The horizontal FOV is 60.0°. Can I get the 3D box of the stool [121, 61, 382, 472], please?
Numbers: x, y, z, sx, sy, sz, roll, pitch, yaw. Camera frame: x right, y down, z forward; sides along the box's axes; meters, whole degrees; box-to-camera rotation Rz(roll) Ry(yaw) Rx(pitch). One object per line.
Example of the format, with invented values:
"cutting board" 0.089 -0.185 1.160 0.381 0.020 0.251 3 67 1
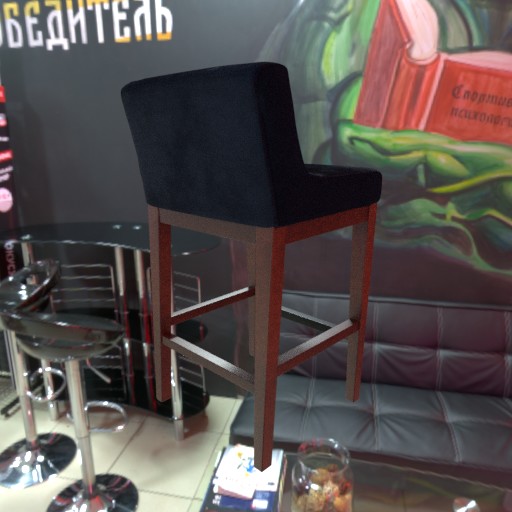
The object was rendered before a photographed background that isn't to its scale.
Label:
"stool" 0.000 0.000 1.265 0.511 0.945 0.516 14 21 42
